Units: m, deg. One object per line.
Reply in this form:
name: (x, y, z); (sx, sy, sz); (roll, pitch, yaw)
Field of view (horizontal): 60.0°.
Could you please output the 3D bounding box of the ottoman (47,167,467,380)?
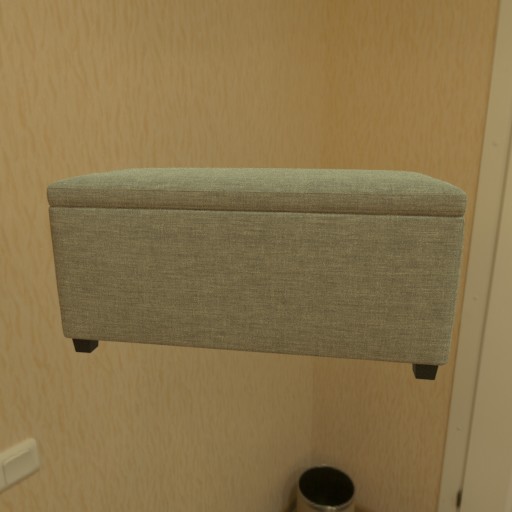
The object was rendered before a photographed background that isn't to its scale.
ottoman: (0.000, 0.000, 1.140); (0.902, 0.432, 0.419); (2, 15, 9)
